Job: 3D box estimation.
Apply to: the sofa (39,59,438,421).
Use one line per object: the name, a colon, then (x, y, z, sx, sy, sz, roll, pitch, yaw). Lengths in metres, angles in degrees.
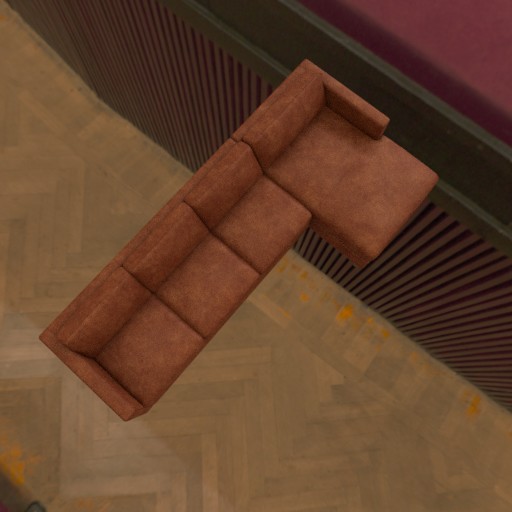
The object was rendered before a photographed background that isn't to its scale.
sofa: (0.000, 0.000, 3.775, 1.581, 0.883, 3.203, 40, 79, 9)
